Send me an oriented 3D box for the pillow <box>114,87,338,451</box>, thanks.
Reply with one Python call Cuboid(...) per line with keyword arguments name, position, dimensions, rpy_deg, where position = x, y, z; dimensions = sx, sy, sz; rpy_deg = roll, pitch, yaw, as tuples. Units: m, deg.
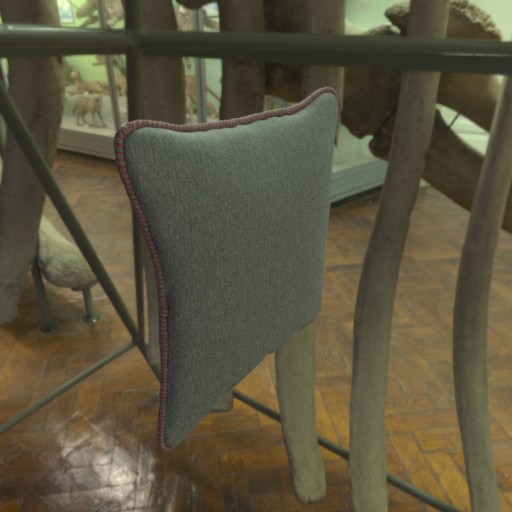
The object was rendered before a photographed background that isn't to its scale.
Cuboid(name="pillow", position=(0.000, 0.000, 0.728), dimensions=(0.124, 0.491, 0.482), rpy_deg=(19, 32, 32))
